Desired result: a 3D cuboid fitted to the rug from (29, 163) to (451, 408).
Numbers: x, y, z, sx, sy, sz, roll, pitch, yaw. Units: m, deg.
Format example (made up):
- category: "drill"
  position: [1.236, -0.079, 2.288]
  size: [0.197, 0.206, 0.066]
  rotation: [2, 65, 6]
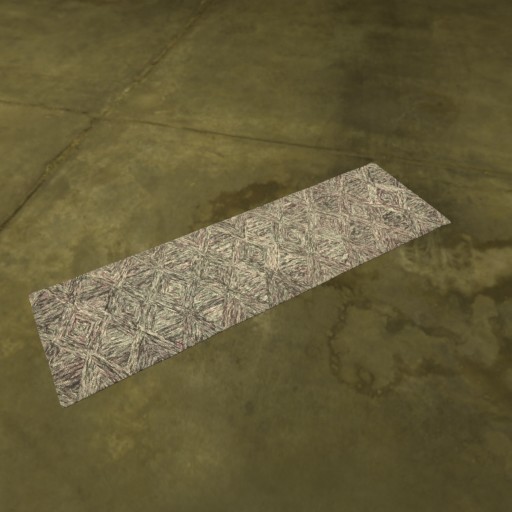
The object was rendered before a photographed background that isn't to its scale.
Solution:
- category: "rug"
  position: [0.000, 0.000, 2.466]
  size: [2.305, 0.013, 0.719]
  rotation: [-23, 51, -20]
